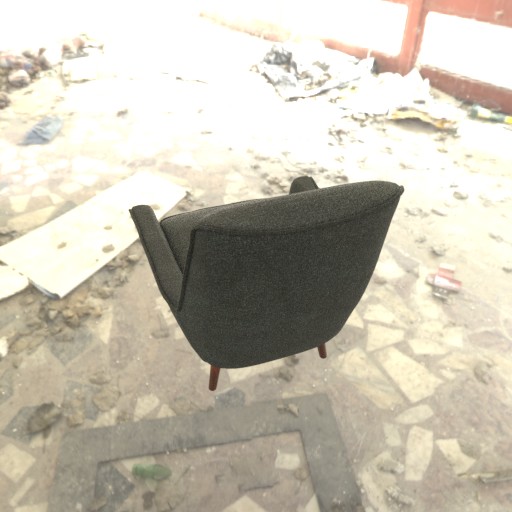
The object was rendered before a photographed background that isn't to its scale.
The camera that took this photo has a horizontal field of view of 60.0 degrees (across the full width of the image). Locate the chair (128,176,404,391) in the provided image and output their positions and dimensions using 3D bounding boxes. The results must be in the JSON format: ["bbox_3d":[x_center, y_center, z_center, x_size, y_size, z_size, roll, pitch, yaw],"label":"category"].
[{"bbox_3d":[0.000,0.000,1.512,0.763,0.883,0.859,-12,42,-14],"label":"chair"}]
